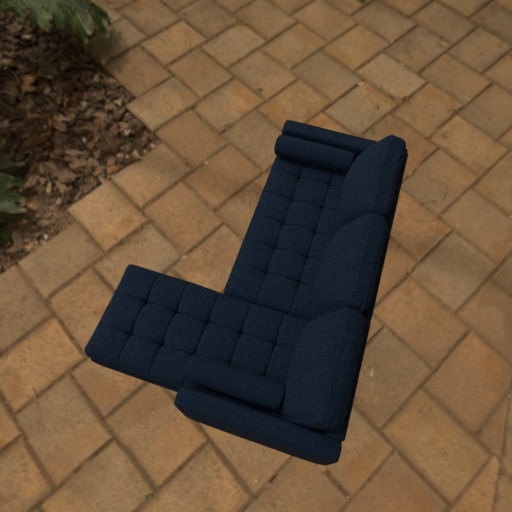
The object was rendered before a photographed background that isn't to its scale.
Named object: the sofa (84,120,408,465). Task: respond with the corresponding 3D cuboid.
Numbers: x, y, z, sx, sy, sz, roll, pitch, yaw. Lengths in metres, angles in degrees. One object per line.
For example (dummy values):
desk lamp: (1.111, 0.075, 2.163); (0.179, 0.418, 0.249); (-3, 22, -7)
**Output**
sofa: (0.000, 0.000, 2.987); (1.613, 0.841, 2.185); (16, 64, 8)
